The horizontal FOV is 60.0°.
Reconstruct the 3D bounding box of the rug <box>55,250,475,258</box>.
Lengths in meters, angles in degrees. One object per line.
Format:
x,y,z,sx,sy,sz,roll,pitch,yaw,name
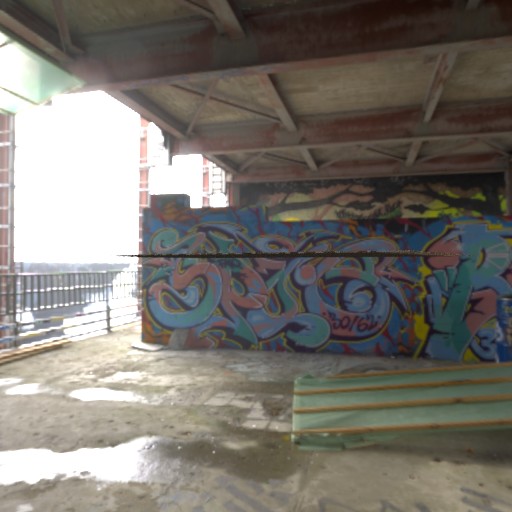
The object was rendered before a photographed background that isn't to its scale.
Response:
0.000,0.000,2.944,2.438,0.008,1.524,-1,-1,35,rug
